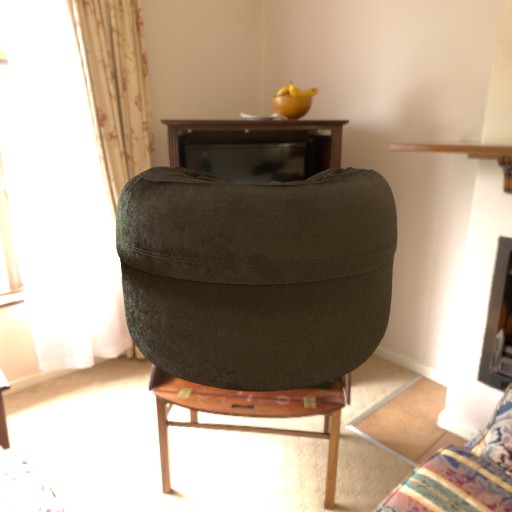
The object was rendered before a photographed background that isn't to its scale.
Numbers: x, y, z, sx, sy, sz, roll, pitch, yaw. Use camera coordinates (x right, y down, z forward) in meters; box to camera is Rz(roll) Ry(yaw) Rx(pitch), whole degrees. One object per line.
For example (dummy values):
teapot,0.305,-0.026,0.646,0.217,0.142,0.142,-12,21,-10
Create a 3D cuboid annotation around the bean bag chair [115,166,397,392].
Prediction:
bean bag chair,0.000,0.000,1.527,0.918,0.605,0.918,0,16,0
